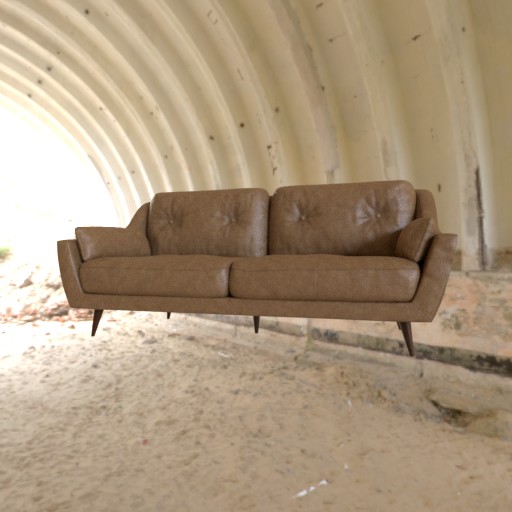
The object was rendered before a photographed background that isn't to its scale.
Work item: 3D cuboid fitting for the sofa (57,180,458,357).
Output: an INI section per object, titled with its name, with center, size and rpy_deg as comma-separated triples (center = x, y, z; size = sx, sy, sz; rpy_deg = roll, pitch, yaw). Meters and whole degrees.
[sofa]
center = 0.000, 0.000, 2.395
size = 1.902, 0.839, 0.904
rpy_deg = 0, 0, 18
